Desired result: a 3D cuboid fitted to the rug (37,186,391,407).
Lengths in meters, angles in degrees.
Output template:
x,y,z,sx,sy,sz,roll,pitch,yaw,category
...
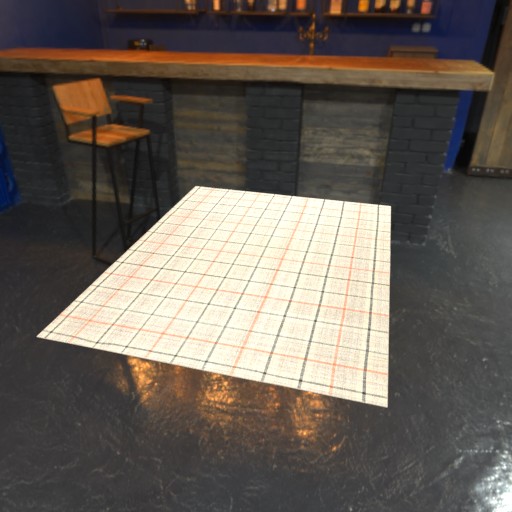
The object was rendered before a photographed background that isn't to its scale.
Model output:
x,y,z,sx,sy,sz,roll,pitch,yaw,category
0.000,0.000,4.175,2.444,0.012,3.048,8,31,13,rug
